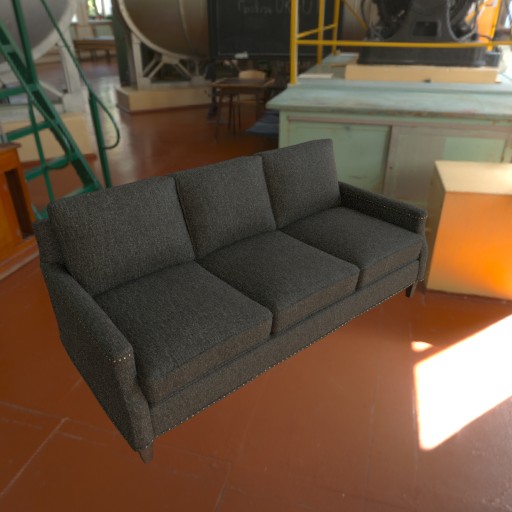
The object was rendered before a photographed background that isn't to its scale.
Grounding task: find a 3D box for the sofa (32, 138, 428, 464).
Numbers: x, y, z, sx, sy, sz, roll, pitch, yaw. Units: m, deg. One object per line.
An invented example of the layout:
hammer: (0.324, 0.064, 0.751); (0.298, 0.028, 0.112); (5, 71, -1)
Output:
sofa: (0.000, 0.000, 2.711); (2.246, 1.003, 1.084); (-22, 36, -34)
